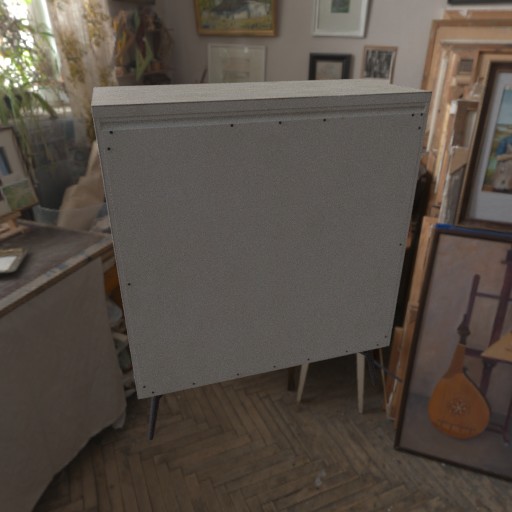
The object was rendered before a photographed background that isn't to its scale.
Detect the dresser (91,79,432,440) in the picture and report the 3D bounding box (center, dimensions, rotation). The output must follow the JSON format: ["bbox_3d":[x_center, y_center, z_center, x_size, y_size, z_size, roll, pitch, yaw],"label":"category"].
[{"bbox_3d":[0.000,0.000,1.720,1.016,1.219,0.457,-8,28,-15],"label":"dresser"}]
